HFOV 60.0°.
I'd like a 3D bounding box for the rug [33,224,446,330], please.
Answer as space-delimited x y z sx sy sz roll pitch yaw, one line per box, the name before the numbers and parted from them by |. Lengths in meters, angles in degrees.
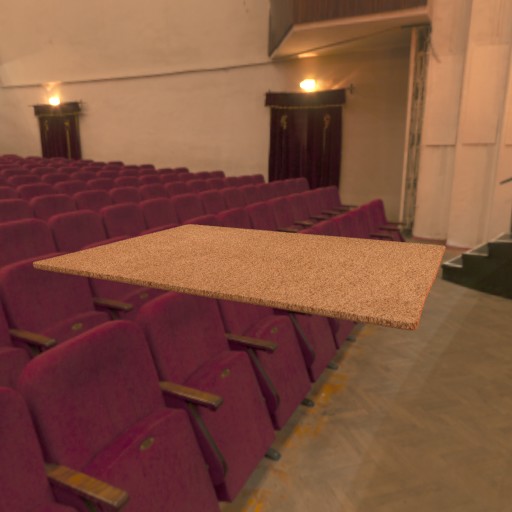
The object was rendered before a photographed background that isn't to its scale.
rug | 0.000 0.000 2.113 1.600 0.025 1.199 6 15 26
